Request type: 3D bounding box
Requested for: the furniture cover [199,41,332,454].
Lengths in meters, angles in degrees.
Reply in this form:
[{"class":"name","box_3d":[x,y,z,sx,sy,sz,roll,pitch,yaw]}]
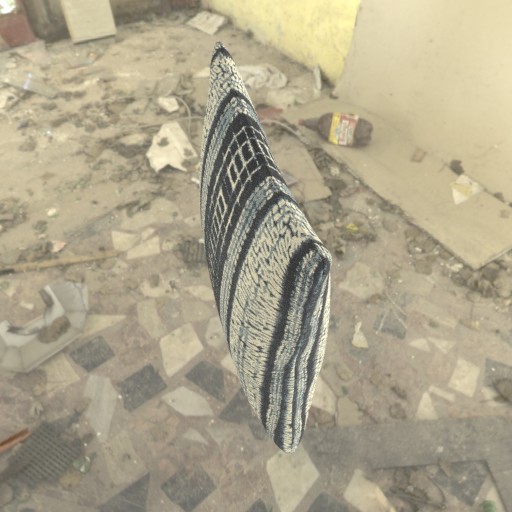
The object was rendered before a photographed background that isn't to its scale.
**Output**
[{"class":"furniture cover","box_3d":[0.000,0.000,0.637,0.133,0.435,0.425,-11,49,-10]}]
